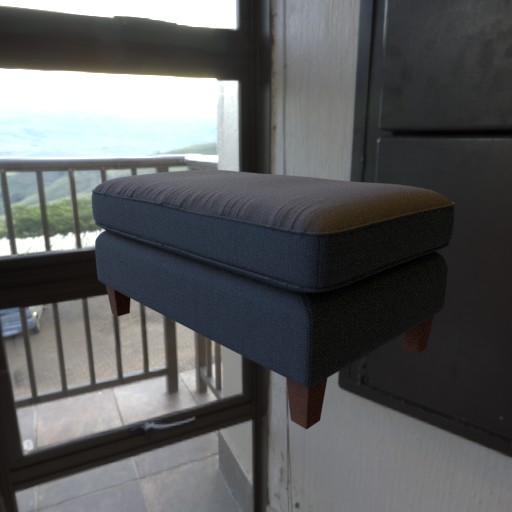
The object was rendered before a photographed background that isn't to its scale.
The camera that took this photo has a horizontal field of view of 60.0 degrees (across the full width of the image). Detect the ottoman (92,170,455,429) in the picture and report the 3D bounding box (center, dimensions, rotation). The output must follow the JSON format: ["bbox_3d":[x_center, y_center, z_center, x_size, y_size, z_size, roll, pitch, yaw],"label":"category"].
[{"bbox_3d":[0.000,0.000,1.232,0.570,0.438,0.885,-14,20,-42],"label":"ottoman"}]
